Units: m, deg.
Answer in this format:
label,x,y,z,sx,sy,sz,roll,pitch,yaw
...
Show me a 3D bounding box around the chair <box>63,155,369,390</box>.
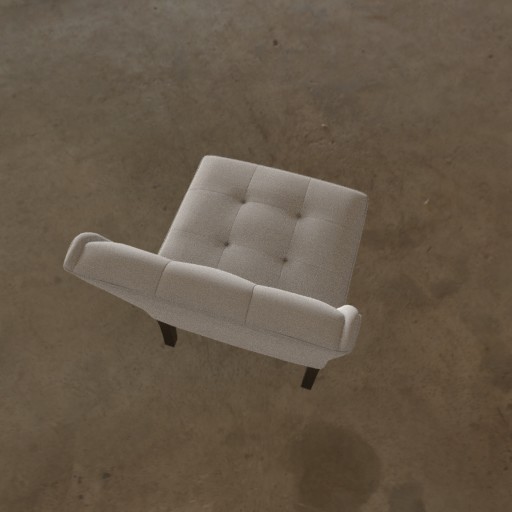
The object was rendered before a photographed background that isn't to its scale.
label,x,y,z,sx,sy,sz,roll,pitch,yaw
chair,0.000,0.000,1.294,0.569,0.853,0.676,15,63,8
